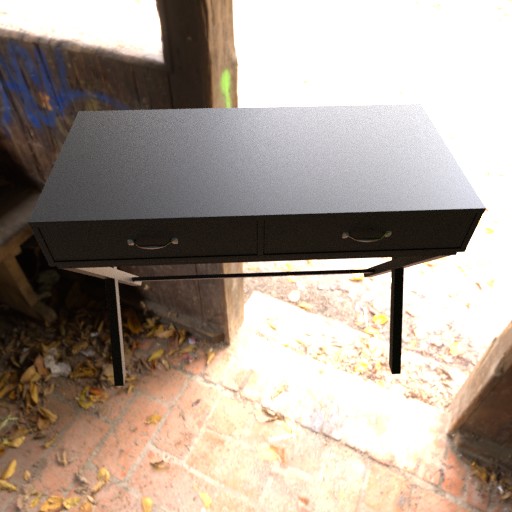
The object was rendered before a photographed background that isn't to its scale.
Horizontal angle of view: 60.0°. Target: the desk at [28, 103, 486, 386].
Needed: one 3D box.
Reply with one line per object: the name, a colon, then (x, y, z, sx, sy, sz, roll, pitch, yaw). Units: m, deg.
desk: (0.000, 0.000, 1.469, 1.057, 0.780, 0.525, -2, 47, -2)
